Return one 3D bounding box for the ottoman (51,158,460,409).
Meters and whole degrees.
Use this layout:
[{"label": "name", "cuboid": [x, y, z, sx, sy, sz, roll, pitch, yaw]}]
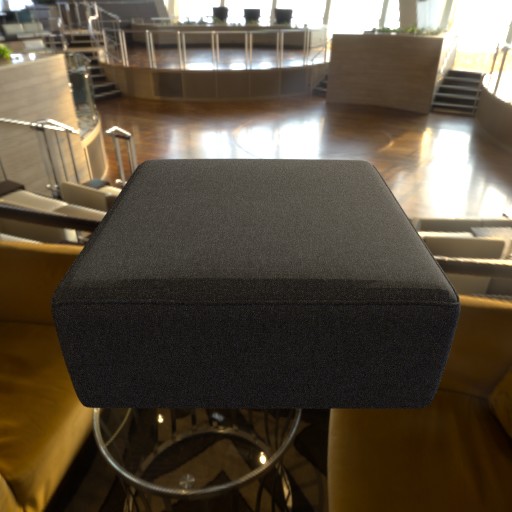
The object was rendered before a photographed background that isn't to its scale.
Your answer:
[{"label": "ottoman", "cuboid": [0.000, 0.000, 1.532, 1.000, 0.439, 1.000, 0, 31, 0]}]
